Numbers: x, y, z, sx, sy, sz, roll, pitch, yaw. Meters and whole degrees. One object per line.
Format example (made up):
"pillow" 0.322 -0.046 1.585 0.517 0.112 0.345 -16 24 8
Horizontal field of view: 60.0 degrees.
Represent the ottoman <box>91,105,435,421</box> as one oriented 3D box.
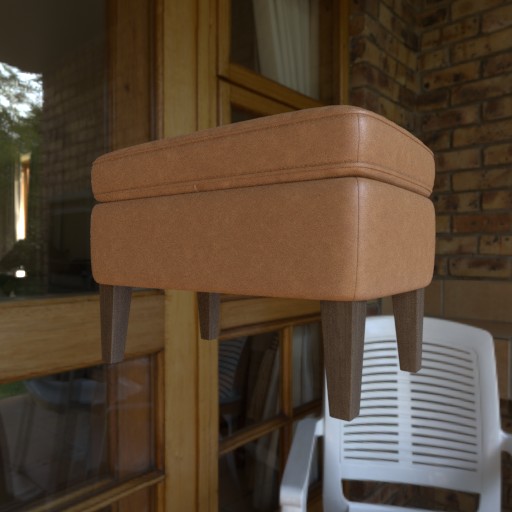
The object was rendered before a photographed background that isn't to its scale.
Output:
"ottoman" 0.000 0.000 0.953 0.670 0.480 0.420 0 1 36
